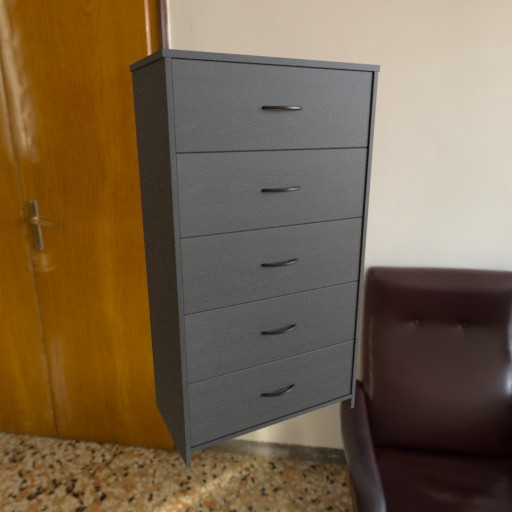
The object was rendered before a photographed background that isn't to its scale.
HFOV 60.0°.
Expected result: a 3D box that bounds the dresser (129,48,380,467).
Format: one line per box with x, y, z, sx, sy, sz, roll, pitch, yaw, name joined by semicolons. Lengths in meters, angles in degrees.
0.000;0.000;1.574;0.704;1.255;0.399;-8;19;-26;dresser
